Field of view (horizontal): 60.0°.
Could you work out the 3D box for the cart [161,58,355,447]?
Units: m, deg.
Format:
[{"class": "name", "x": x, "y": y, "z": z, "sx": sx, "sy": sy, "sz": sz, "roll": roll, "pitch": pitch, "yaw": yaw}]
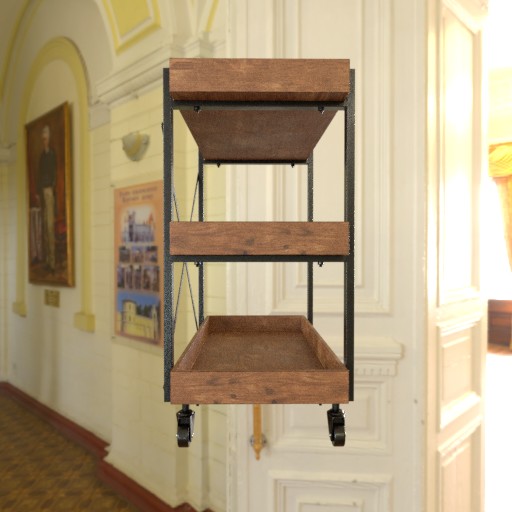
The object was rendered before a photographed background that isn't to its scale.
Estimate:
[{"class": "cart", "x": 0.000, "y": 0.000, "z": 1.263, "sx": 0.411, "sy": 0.800, "sz": 0.750, "roll": 0, "pitch": 1, "yaw": -1}]
